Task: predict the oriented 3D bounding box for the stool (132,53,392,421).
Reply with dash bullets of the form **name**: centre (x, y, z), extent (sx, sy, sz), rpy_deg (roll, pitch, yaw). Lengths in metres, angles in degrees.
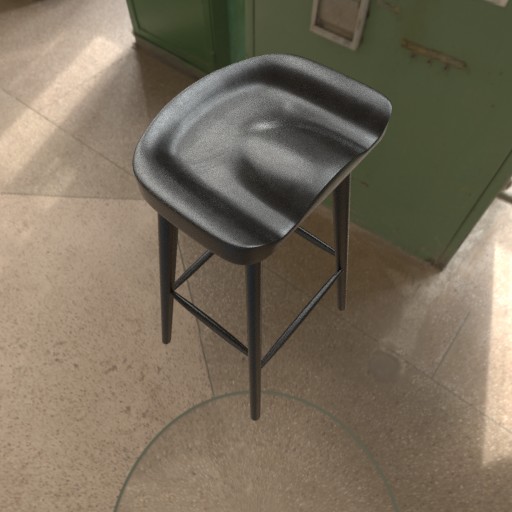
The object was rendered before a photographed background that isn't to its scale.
- **stool**: centre (0.000, 0.000, 1.008), extent (0.361, 0.749, 0.440), rpy_deg (35, 64, 20)
